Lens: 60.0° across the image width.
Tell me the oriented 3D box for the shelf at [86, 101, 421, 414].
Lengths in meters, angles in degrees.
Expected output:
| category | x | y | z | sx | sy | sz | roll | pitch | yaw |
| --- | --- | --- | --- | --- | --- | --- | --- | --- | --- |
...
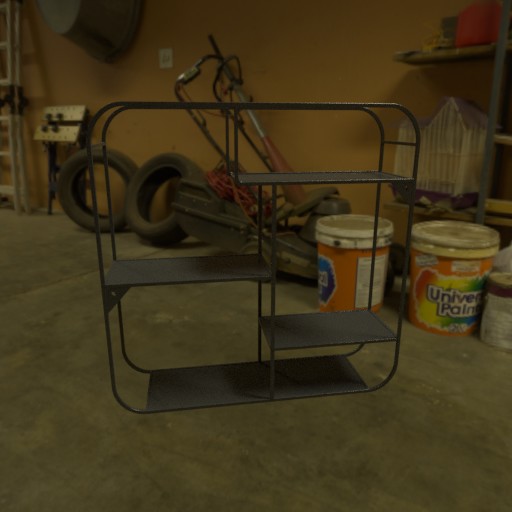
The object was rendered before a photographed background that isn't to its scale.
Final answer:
| category | x | y | z | sx | sy | sz | roll | pitch | yaw |
| --- | --- | --- | --- | --- | --- | --- | --- | --- | --- |
| shelf | 0.000 | 0.000 | 0.927 | 0.600 | 0.600 | 0.160 | -3 | 17 | -9 |
